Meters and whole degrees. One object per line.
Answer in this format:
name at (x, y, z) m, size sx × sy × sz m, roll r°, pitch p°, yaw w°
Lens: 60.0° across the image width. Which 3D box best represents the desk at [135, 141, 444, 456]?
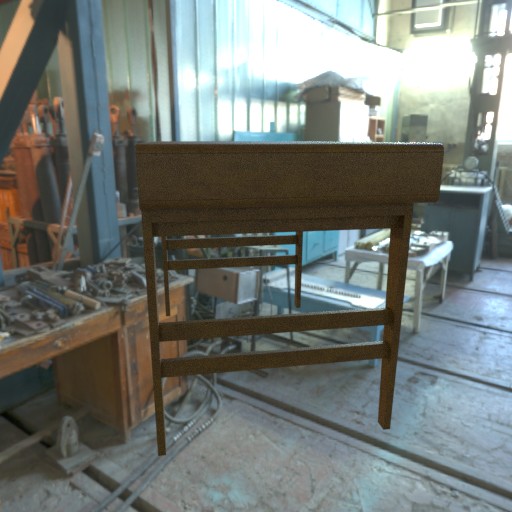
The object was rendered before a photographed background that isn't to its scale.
desk at (0.000, 0.000, 1.515) m, size 0.660 × 0.754 × 1.066 m, roll -3°, pitch 15°, yaw -10°
